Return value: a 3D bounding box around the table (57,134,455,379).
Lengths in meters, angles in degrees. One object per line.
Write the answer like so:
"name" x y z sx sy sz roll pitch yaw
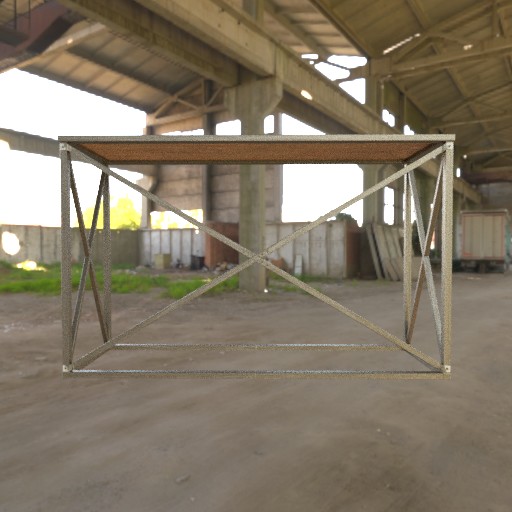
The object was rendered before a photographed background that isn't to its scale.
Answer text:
"table" 0.000 0.000 1.564 1.216 0.753 0.402 0 2 1
